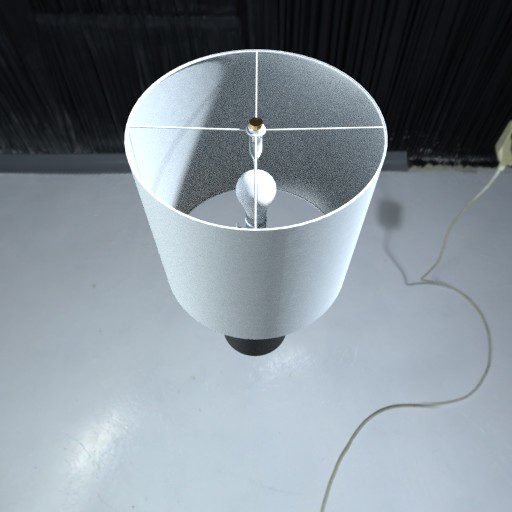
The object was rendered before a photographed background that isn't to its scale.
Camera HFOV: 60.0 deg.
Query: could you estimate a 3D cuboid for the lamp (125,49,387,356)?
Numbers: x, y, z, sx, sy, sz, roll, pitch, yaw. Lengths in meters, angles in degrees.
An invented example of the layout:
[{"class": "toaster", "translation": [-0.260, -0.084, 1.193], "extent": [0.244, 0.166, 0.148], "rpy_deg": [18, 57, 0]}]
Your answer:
[{"class": "lamp", "translation": [0.000, 0.000, 0.764], "extent": [0.308, 0.580, 0.308], "rpy_deg": [0, 57, 0]}]
